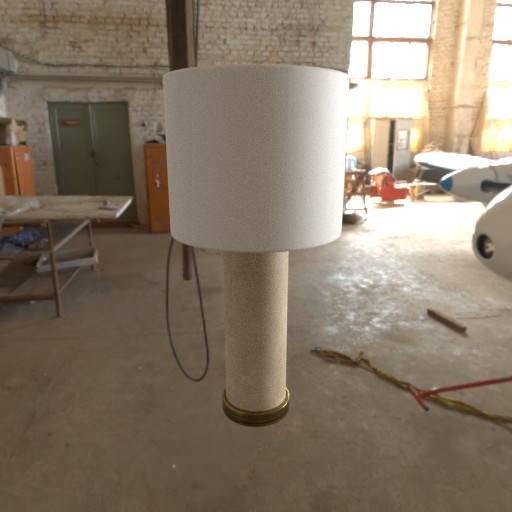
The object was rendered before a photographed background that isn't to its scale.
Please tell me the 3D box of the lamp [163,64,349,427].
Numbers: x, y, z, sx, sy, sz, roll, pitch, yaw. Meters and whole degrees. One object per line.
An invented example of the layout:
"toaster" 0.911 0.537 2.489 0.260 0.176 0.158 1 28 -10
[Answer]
"lamp" 0.000 0.000 0.819 0.305 0.634 0.305 8 17 27
